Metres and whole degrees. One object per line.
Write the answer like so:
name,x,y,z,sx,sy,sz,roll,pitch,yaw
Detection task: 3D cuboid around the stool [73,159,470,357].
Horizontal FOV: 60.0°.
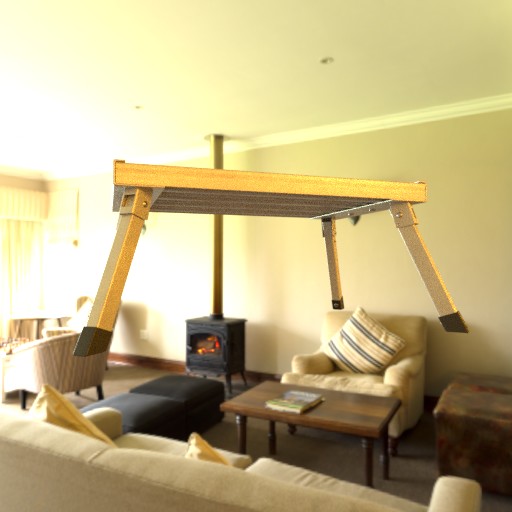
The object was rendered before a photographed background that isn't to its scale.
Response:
stool,0.000,0.000,0.734,0.535,0.225,0.385,0,-1,-18
